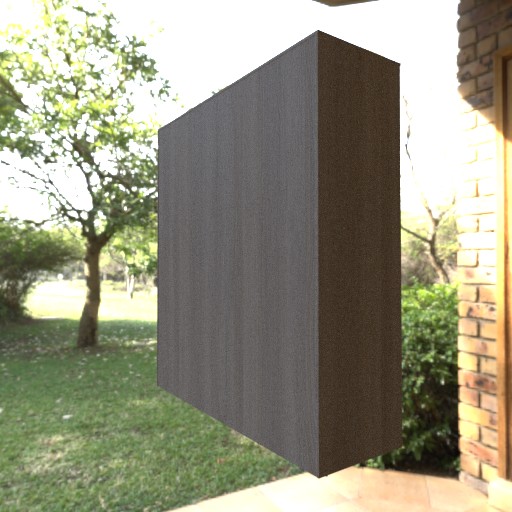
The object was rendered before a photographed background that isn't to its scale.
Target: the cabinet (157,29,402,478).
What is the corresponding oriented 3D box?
[{"bbox_3d":[0.000,0.000,2.967,0.620,2.060,1.870,1,-1,-35],"label":"cabinet"}]
